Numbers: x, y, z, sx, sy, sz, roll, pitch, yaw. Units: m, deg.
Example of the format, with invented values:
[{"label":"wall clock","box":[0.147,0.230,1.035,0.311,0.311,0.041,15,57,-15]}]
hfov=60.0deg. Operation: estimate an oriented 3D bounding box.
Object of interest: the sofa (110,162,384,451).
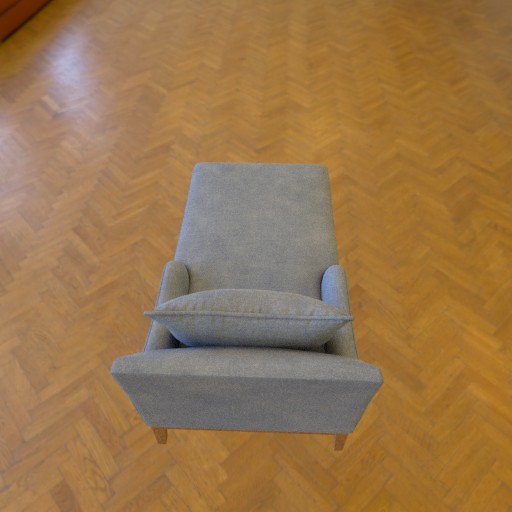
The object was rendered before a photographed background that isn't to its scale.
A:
[{"label":"sofa","box":[0.000,0.000,2.288,0.904,0.883,1.779,2,46,1]}]
